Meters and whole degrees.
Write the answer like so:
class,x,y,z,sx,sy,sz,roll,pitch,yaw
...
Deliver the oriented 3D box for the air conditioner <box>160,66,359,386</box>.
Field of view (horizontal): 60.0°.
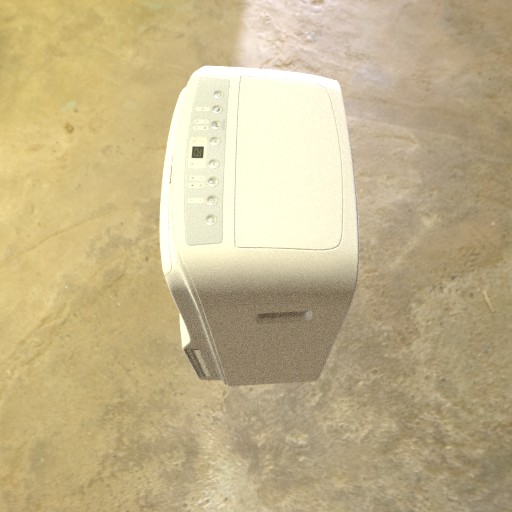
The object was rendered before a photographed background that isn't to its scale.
class,x,y,z,sx,sy,sz,roll,pitch,yaw
air conditioner,0.000,0.000,0.959,0.365,0.700,0.454,0,65,0
